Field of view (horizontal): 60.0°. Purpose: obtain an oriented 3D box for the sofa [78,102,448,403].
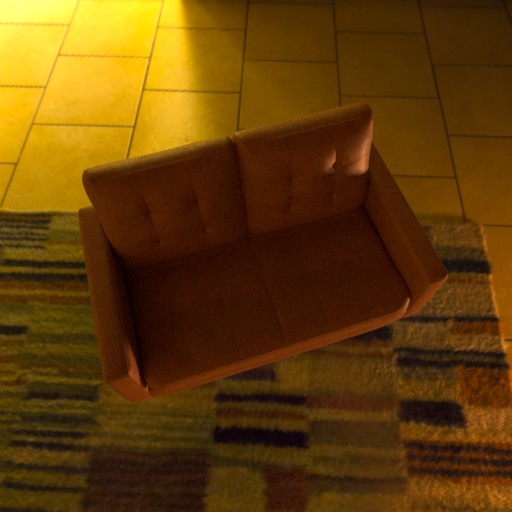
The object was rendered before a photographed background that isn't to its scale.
[{"bbox_3d":[0.000,0.000,1.995,1.430,0.898,0.868,-16,63,-8],"label":"sofa"}]
